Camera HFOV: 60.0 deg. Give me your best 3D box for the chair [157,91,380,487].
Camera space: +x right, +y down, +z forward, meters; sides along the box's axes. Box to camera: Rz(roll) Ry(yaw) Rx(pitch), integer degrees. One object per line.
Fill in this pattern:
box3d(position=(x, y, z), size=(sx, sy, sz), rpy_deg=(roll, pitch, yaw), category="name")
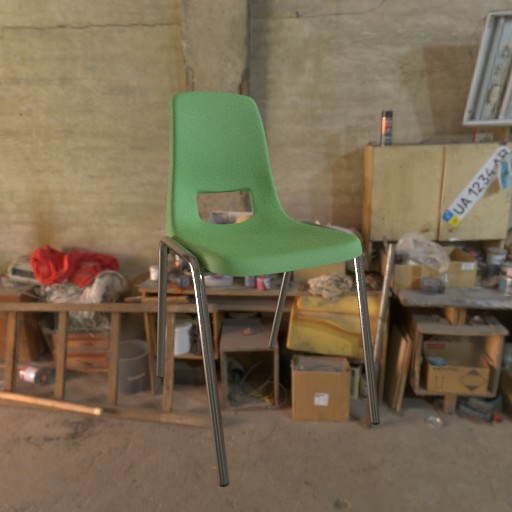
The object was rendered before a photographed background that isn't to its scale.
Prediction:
box3d(position=(0.000, 0.000, 0.960), size=(0.381, 0.704, 0.436), rpy_deg=(-8, 17, -28), category="chair")
